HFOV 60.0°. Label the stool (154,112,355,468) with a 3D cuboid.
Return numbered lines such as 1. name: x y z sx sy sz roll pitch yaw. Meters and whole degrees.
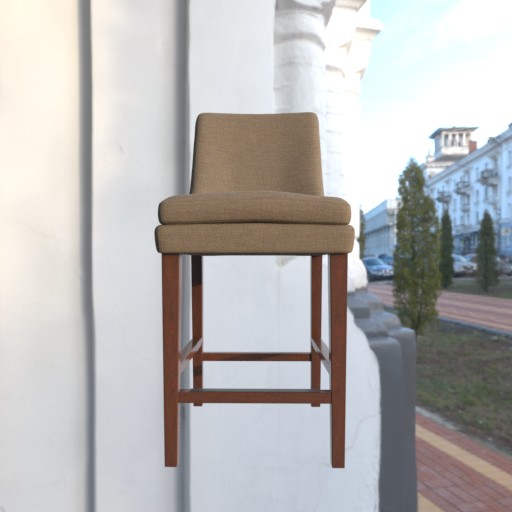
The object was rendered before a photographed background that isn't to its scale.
1. stool: 0.000 0.000 1.282 0.470 0.981 0.577 0 0 1
